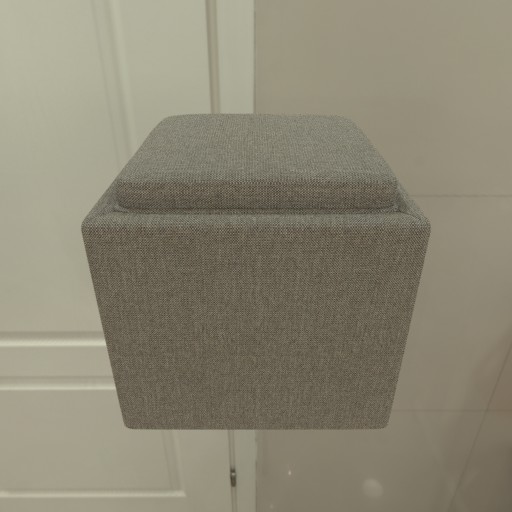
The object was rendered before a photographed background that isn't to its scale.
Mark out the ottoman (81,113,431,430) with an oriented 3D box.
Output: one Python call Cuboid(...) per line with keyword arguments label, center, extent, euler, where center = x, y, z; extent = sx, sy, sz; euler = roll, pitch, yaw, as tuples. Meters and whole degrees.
Cuboid(label="ottoman", center=(0.000, 0.000, 0.830), extent=(0.450, 0.460, 0.450), euler=(0, 30, 0))
